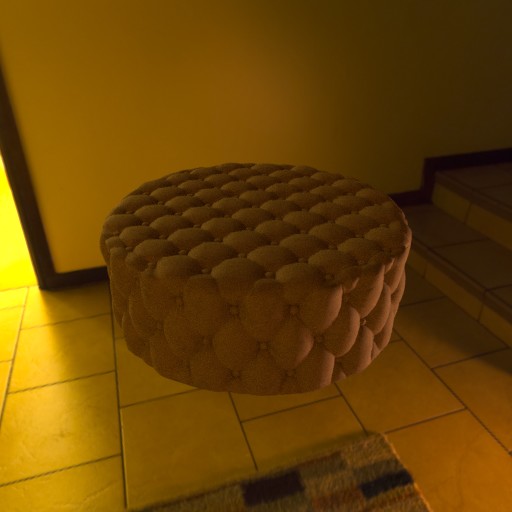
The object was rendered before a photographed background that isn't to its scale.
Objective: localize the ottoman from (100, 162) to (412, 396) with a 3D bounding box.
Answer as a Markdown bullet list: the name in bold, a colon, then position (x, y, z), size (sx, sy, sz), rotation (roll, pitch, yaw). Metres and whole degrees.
- **ottoman**: position (0.000, 0.000, 1.536), size (0.998, 0.399, 0.998), rotation (0, 30, 0)
